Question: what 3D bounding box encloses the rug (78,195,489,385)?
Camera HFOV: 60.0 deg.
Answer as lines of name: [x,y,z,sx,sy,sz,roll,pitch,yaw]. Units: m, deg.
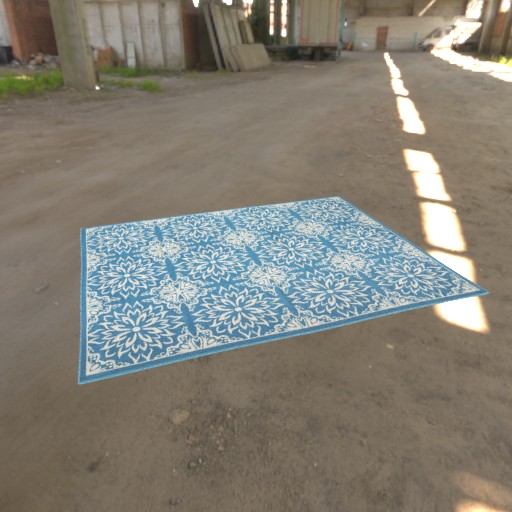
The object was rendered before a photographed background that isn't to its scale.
rug: [0.000,0.000,3.939,2.964,0.018,2.350,-9,28,-17]
